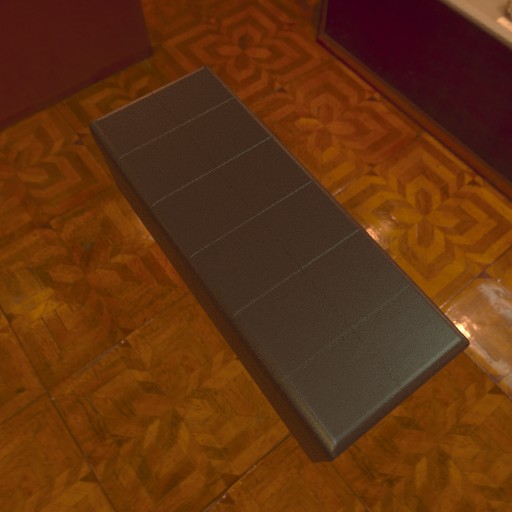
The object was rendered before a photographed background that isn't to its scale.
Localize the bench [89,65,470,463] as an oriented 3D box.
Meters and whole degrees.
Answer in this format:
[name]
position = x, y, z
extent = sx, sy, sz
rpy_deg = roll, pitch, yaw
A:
[bench]
position = 0.000, 0.000, 1.321
extent = 0.429, 0.457, 1.092
rpy_deg = -33, 68, -15
